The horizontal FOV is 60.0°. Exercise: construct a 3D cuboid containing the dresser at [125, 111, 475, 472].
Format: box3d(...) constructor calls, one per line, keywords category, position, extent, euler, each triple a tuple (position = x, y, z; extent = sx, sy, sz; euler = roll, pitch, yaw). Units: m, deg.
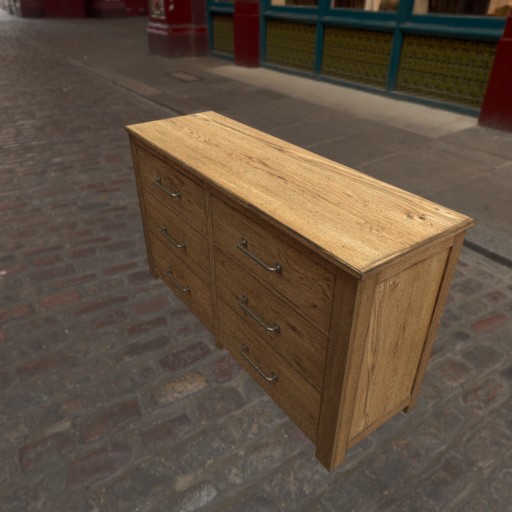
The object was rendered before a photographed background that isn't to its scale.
box3d(category="dresser", position=(0.000, 0.000, 2.113), extent=(0.563, 0.932, 1.657), euler=(-21, 38, -29))
